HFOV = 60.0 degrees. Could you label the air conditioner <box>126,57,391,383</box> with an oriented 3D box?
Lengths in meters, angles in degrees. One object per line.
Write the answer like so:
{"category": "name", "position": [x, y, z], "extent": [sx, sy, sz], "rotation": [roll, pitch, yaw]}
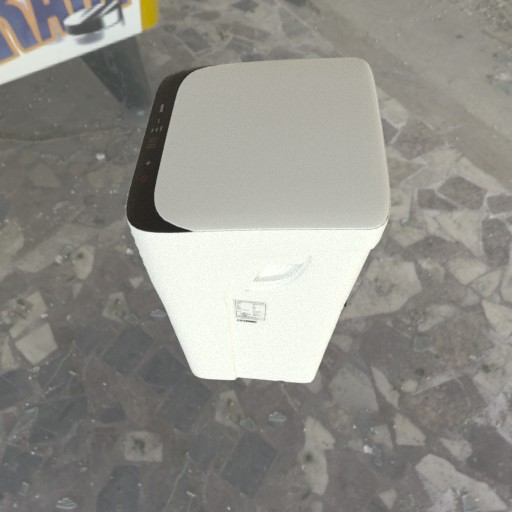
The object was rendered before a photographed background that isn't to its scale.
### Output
{"category": "air conditioner", "position": [0.000, 0.000, 0.927], "extent": [0.369, 0.716, 0.352], "rotation": [3, 57, 2]}
